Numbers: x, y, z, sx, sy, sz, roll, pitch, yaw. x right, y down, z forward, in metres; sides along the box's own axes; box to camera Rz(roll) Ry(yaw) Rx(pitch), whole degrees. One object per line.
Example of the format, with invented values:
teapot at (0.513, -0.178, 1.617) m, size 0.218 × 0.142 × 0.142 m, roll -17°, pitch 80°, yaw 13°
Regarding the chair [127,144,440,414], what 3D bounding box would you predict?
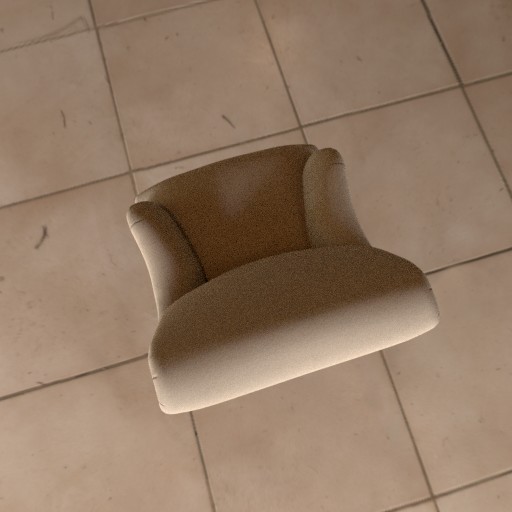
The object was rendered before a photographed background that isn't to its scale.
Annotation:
chair at (0.000, 0.000, 1.571) m, size 0.766 × 0.942 × 0.842 m, roll -17°, pitch 76°, yaw -4°
